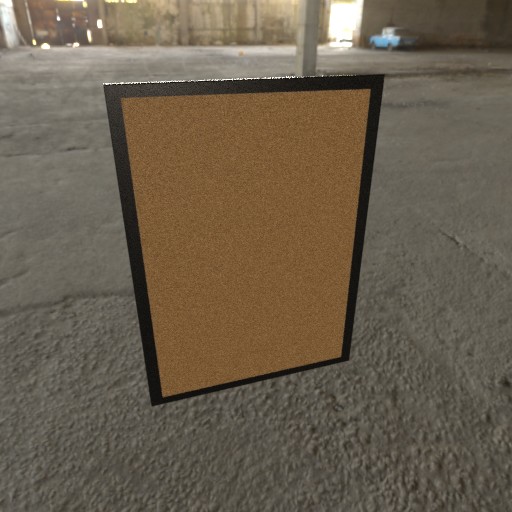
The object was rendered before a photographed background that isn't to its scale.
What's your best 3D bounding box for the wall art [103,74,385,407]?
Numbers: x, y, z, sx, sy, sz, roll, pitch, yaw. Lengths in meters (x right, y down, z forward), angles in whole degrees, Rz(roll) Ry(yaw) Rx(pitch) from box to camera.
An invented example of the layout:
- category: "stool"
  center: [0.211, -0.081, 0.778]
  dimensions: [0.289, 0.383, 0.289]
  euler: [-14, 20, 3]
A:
- category: "wall art"
  center: [0.000, 0.000, 1.295]
  dimensions: [0.707, 0.967, 0.013]
  euler: [-9, 29, -16]
